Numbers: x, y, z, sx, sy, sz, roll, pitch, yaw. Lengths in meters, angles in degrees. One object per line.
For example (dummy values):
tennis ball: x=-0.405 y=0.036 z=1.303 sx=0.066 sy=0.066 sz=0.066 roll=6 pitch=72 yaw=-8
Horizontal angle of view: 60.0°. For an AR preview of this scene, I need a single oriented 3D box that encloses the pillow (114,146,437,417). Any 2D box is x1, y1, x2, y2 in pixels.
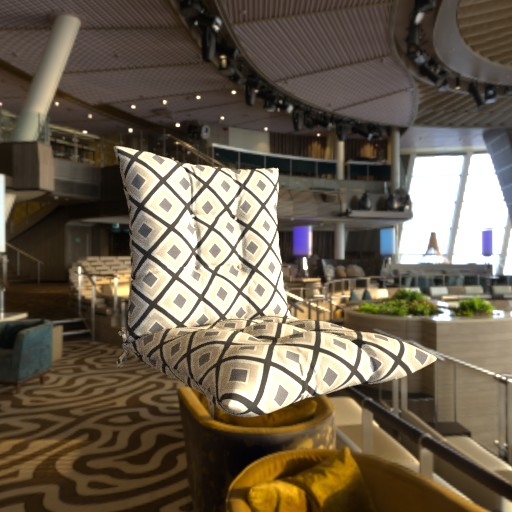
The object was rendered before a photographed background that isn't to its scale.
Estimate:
pillow: x=0.000 y=0.000 z=1.009 sx=0.541 sy=0.536 sz=0.585 roll=0 pitch=0 yaw=-35
